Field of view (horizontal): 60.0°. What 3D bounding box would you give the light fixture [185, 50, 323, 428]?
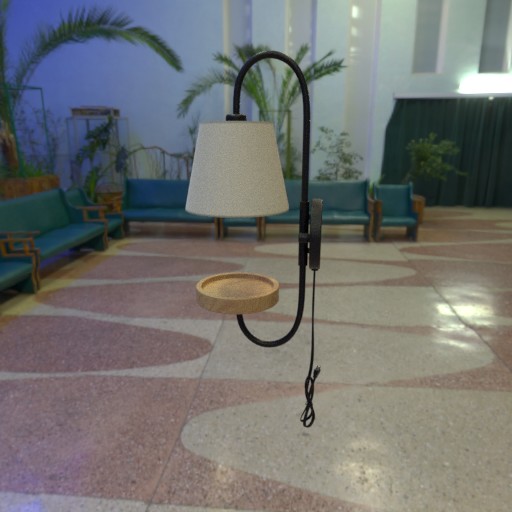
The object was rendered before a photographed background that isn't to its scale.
[{"bbox_3d":[0.000,0.000,0.963,0.299,0.821,0.220,2,15,8],"label":"light fixture"}]
